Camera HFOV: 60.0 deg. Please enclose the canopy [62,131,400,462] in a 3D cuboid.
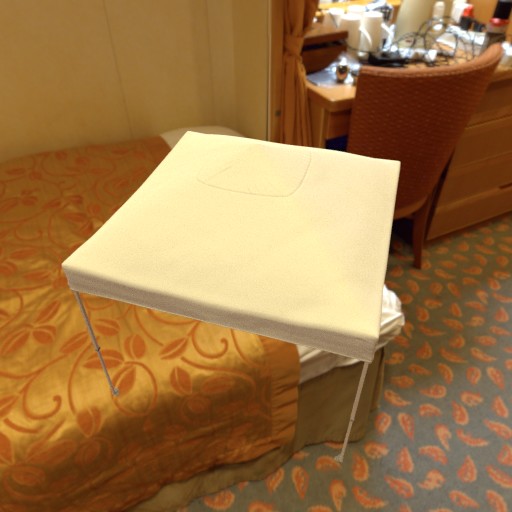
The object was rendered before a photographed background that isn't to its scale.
[{"bbox_3d":[0.000,0.000,5.442,2.996,2.997,2.998,11,43,13],"label":"canopy"}]
